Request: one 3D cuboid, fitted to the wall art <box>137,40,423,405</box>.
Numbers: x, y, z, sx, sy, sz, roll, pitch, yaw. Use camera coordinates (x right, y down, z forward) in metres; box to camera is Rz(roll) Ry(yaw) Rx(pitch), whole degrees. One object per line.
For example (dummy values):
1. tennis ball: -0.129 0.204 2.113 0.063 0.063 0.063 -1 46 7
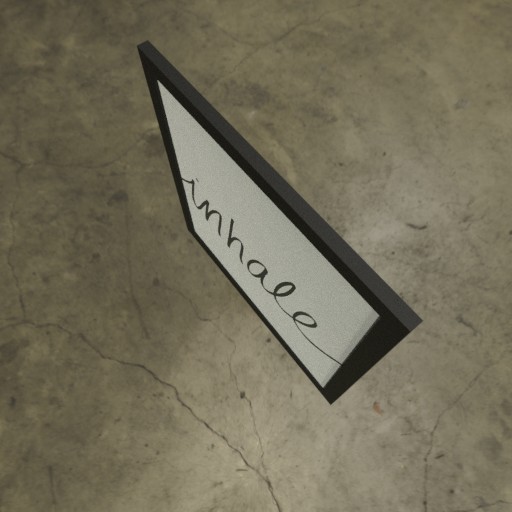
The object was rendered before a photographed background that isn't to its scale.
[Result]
1. wall art: 0.000 0.000 0.522 0.013 0.356 0.356 -35 69 -16
